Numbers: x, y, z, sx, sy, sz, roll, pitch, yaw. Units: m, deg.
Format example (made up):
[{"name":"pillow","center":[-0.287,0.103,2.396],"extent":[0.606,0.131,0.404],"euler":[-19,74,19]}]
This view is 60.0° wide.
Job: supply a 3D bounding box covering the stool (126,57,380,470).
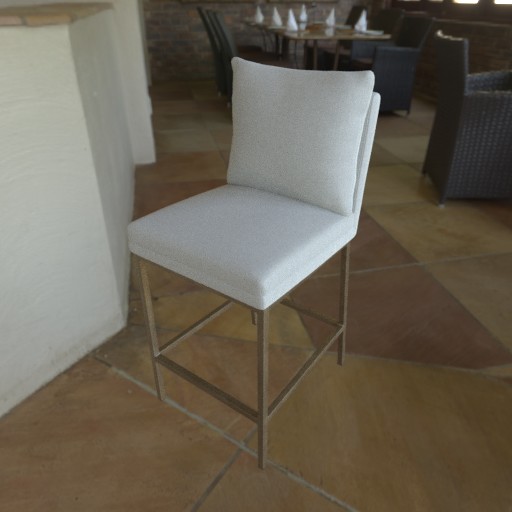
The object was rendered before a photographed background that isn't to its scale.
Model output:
[{"name":"stool","center":[0.000,0.000,1.325],"extent":[0.463,1.032,0.572],"euler":[21,36,31]}]
